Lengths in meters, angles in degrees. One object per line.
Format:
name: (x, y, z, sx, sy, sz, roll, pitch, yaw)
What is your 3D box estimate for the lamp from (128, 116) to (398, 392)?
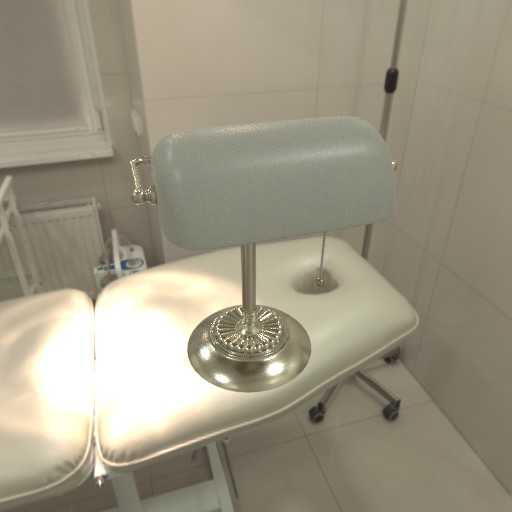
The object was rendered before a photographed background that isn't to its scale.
lamp: (0.000, 0.000, 0.529, 0.264, 0.339, 0.243, -10, 33, -15)
